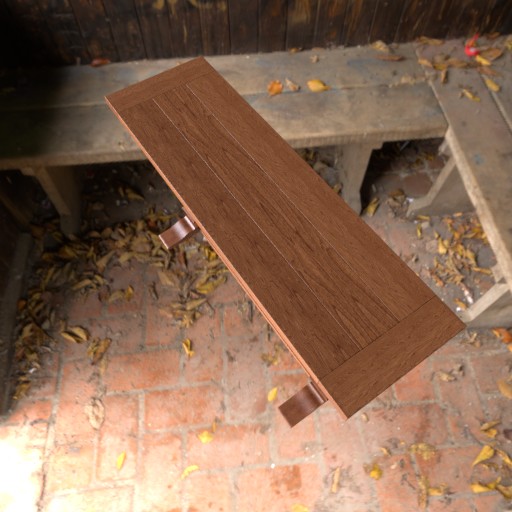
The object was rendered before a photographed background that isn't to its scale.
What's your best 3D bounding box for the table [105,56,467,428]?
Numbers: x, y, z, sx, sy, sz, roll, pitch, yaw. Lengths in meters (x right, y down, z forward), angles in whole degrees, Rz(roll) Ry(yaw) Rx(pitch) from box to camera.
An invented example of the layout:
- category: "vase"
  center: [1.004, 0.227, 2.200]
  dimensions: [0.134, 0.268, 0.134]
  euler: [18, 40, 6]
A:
- category: "table"
  center: [0.000, 0.000, 1.880]
  dimensions: [0.461, 0.852, 1.478]
  euler: [-31, 64, -17]
